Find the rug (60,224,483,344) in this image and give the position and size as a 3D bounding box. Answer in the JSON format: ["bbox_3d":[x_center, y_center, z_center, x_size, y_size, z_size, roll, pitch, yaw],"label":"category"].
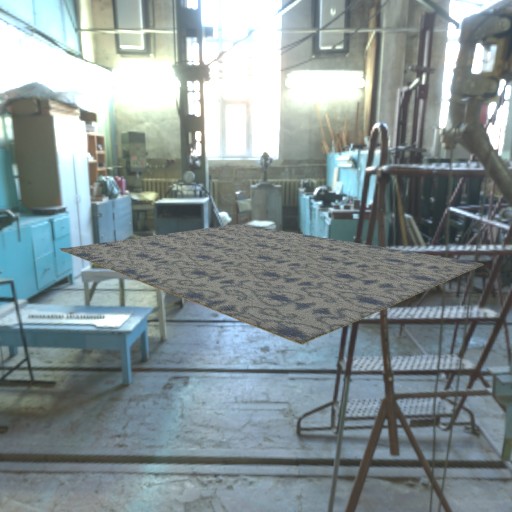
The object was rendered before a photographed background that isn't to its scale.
[{"bbox_3d":[0.000,0.000,4.158,2.437,0.015,3.205,-12,17,-42],"label":"rug"}]
